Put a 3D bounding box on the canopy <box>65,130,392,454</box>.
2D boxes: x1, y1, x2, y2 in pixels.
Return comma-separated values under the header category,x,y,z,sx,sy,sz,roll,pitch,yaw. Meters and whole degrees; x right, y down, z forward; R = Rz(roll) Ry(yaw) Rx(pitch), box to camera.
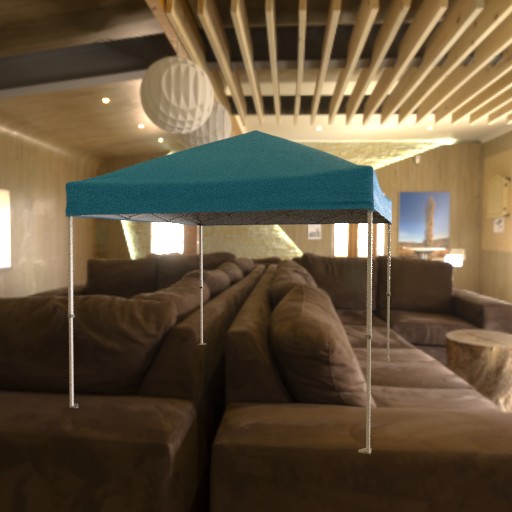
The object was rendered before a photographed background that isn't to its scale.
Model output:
category,x,y,z,sx,sy,sz,roll,pitch,yaw
canopy,0.000,0.000,5.329,2.998,2.997,2.996,1,2,20
